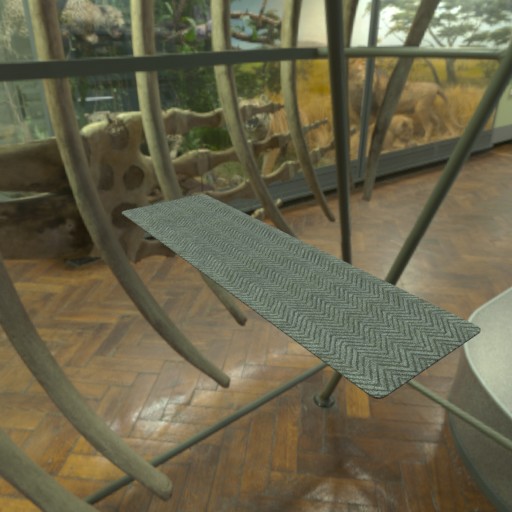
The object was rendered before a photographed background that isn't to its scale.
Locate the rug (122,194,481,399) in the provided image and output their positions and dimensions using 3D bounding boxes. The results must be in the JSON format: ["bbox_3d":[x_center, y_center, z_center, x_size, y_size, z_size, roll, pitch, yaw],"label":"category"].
[{"bbox_3d":[0.000,0.000,2.505,0.686,0.008,2.286,-18,31,-33],"label":"rug"}]
